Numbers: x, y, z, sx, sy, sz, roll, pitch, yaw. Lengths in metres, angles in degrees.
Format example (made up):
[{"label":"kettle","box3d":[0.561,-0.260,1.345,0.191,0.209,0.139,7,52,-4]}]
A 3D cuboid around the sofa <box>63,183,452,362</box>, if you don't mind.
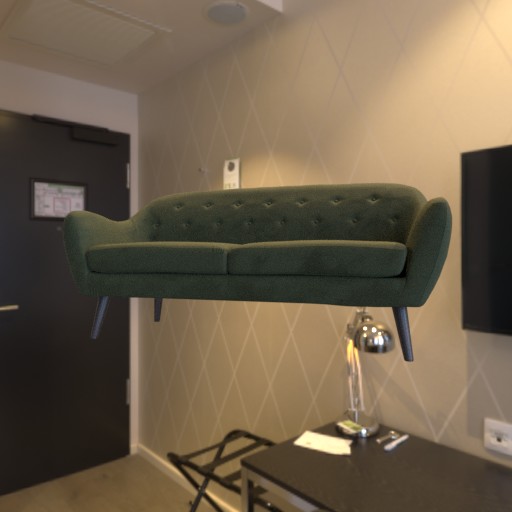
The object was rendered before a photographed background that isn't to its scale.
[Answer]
[{"label":"sofa","box3d":[0.000,0.000,2.327,1.840,0.836,0.820,0,0,18]}]
